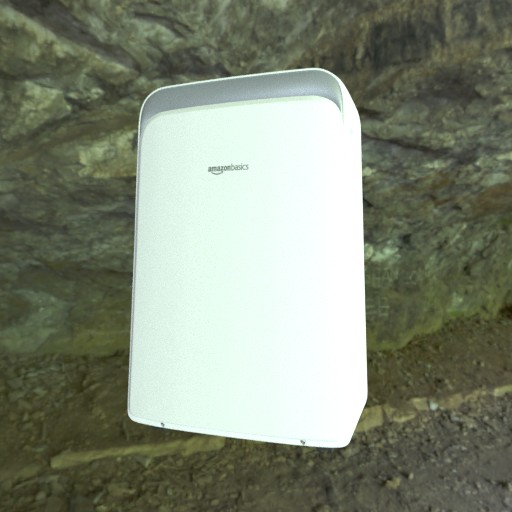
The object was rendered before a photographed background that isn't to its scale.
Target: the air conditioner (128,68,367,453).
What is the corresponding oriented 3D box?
[{"bbox_3d":[0.000,0.000,0.947,0.454,0.700,0.365,0,0,17],"label":"air conditioner"}]
